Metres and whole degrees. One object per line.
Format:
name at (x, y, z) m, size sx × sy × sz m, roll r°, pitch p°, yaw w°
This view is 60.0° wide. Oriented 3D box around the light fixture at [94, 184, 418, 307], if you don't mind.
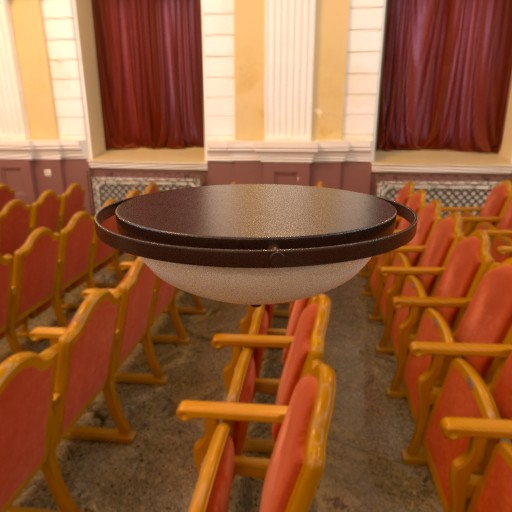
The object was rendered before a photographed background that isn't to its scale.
light fixture at (0.000, 0.000, 0.541) m, size 0.361 × 0.130 × 0.361 m, roll 0°, pitch 17°, yaw 0°
